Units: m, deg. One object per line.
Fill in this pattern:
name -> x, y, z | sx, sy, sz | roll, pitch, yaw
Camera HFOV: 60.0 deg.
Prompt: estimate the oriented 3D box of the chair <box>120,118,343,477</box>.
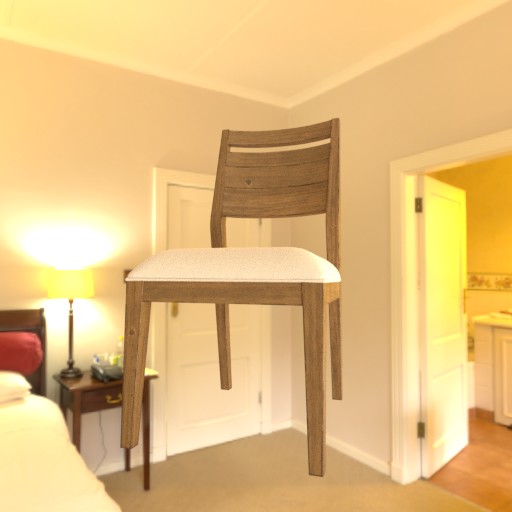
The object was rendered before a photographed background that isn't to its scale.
chair -> 0.000, 0.000, 1.298 | 0.497, 0.939, 0.610 | -1, -2, 18
